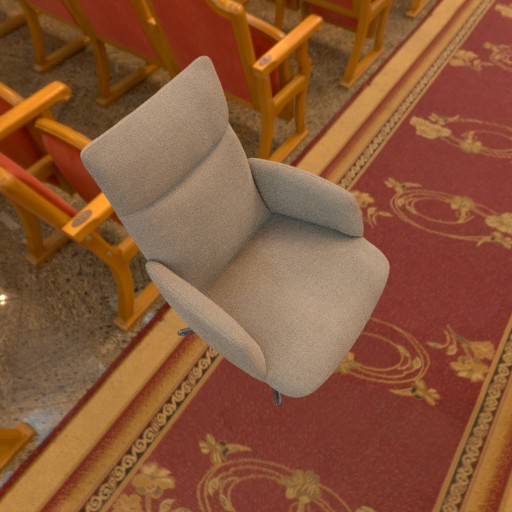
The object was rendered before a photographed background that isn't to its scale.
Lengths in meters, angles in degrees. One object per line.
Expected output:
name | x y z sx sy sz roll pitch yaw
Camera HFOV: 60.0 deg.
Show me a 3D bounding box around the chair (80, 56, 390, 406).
chair | 0.000 0.000 1.593 0.889 1.016 0.711 31 63 18
